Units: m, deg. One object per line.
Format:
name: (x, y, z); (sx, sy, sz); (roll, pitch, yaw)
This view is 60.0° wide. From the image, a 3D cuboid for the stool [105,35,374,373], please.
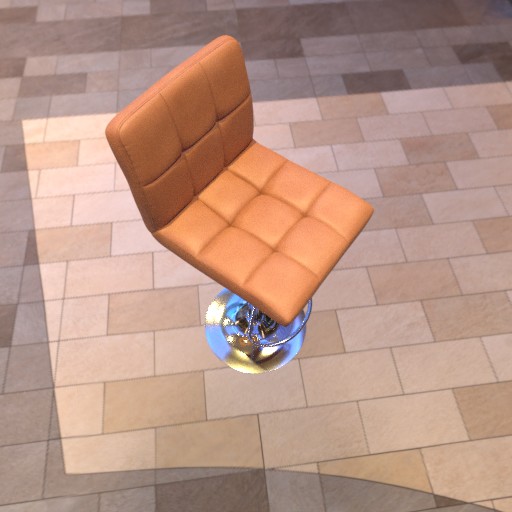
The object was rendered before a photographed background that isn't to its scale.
stool: (0.000, 0.000, 1.385); (0.505, 1.115, 0.430); (33, 64, 18)
